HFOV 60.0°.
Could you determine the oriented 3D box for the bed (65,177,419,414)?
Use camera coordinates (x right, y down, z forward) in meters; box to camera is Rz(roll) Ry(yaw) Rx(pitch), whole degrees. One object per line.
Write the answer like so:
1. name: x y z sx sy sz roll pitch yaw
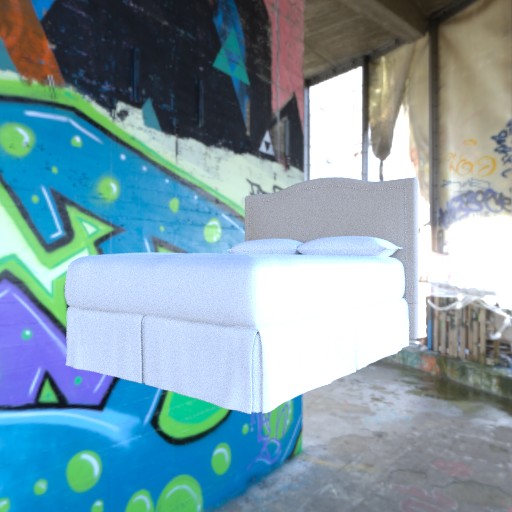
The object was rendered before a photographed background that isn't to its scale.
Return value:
1. bed: 0.000 0.000 3.156 1.678 1.398 2.052 0 -1 37
